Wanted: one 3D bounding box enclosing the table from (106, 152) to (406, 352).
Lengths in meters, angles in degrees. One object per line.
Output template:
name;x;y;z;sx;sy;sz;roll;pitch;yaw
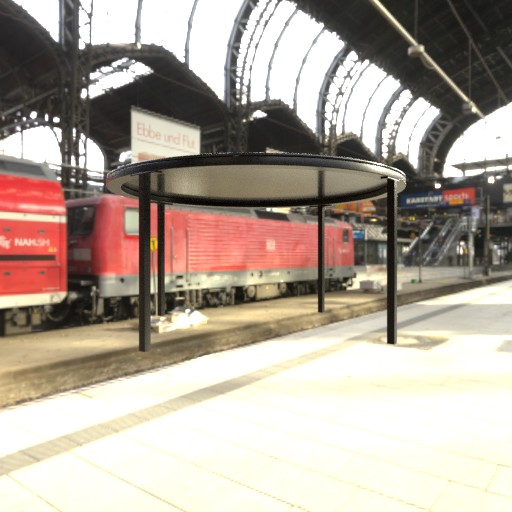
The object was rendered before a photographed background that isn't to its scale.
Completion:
table;0.000;0.000;1.249;0.800;0.400;0.800;0;0;0
